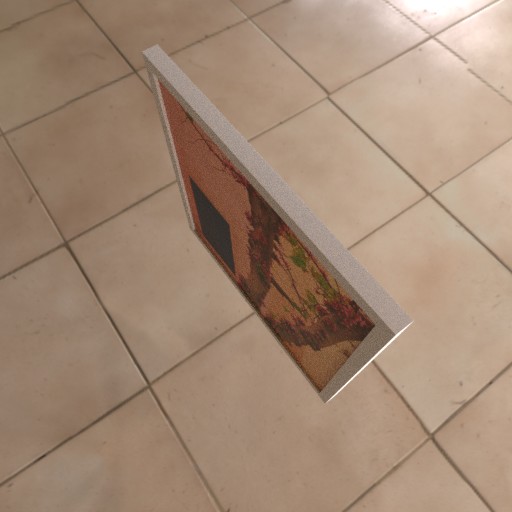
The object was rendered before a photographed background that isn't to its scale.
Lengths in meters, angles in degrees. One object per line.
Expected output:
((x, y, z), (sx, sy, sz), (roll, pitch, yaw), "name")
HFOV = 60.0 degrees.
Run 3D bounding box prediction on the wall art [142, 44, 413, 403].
((0.000, 0.000, 1.151), (0.038, 0.762, 0.762), (-34, 69, -15), "wall art")
